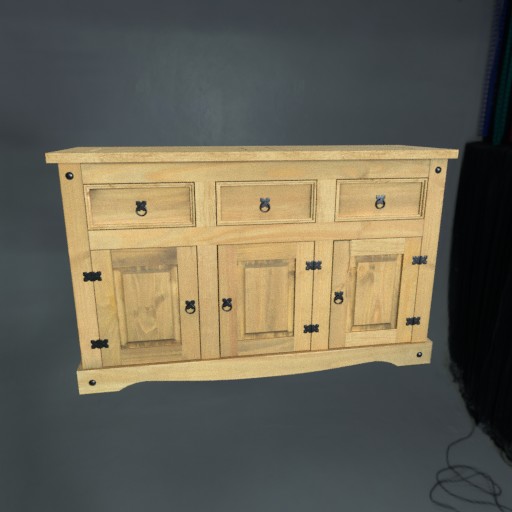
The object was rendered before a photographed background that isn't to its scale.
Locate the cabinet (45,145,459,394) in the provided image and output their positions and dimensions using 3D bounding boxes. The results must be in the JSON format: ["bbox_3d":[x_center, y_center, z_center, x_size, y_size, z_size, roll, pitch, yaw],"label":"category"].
[{"bbox_3d":[0.000,0.000,1.716,1.321,0.810,0.432,-3,16,-9],"label":"cabinet"}]
